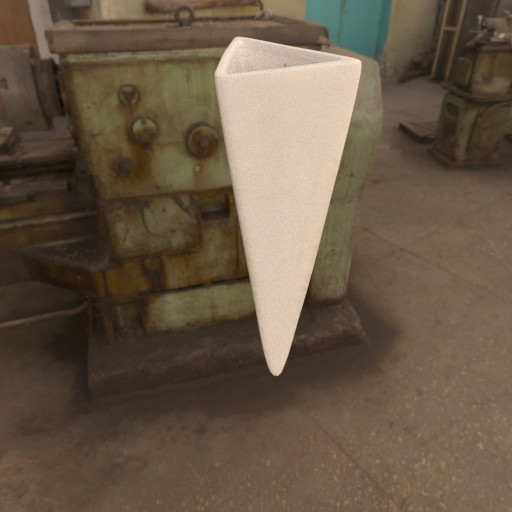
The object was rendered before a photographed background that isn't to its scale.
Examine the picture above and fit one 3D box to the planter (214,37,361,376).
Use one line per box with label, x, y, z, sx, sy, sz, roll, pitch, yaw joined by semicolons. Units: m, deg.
planter;0.000;0.000;0.397;0.065;0.338;0.143;-20;38;-28
